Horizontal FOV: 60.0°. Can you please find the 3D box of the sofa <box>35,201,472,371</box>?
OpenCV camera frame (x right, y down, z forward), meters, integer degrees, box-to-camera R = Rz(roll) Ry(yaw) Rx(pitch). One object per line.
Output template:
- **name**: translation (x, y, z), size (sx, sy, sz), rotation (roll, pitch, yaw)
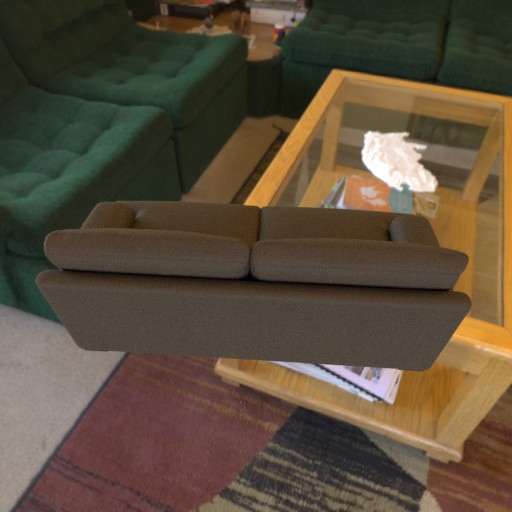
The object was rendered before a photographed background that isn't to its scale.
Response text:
- **sofa**: translation (0.000, 0.000, 2.805), size (2.271, 0.950, 1.140), rotation (3, 45, 3)
